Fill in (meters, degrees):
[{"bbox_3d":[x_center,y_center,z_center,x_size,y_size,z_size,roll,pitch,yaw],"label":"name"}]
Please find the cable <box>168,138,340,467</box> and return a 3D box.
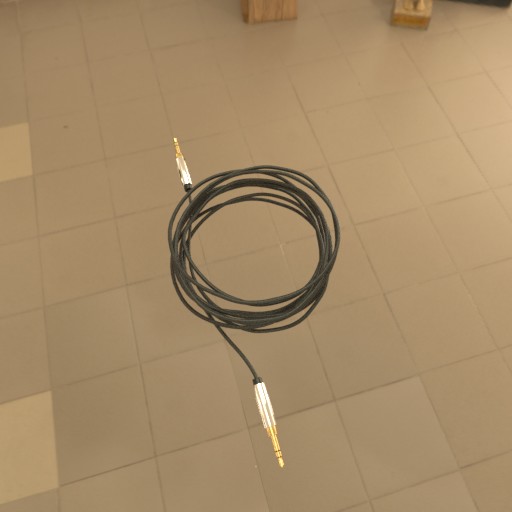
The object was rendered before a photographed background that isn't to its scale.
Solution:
[{"bbox_3d":[0.000,0.000,0.506,0.198,0.069,0.432,-15,66,-7],"label":"cable"}]
